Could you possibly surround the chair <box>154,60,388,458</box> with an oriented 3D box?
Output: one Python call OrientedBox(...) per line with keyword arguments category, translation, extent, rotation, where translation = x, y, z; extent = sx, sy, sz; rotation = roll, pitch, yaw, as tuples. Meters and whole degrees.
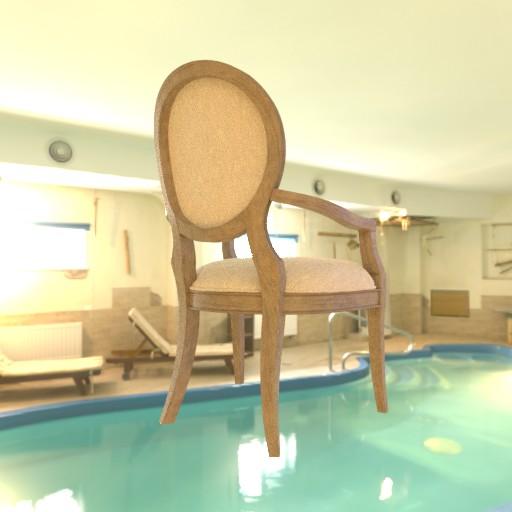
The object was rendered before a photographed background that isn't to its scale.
OrientedBox(category="chair", translation=(0.000, 0.000, 1.360), extent=(0.611, 0.991, 0.602), rotation=(-1, -2, 36))
